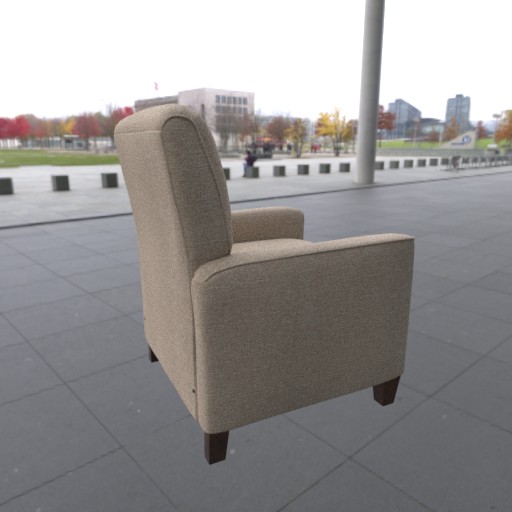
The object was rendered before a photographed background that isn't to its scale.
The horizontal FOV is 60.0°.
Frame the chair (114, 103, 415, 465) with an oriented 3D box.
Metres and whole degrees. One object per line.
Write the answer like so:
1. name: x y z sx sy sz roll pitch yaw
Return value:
1. chair: 0.000 0.000 1.650 0.858 1.028 0.841 -7 16 -26
